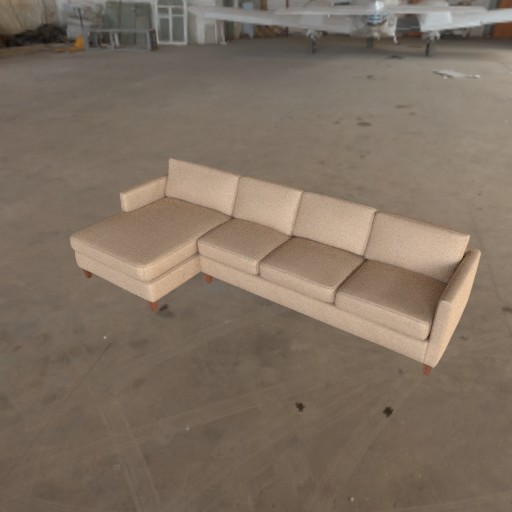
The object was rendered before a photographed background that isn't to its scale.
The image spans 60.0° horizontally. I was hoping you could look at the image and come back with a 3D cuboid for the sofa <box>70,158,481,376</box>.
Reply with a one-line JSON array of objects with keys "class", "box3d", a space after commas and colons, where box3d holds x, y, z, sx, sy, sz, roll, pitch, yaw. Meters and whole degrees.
[{"class": "sofa", "box3d": [0.000, 0.000, 3.766, 3.201, 0.876, 1.502, 20, 36, 30]}]
